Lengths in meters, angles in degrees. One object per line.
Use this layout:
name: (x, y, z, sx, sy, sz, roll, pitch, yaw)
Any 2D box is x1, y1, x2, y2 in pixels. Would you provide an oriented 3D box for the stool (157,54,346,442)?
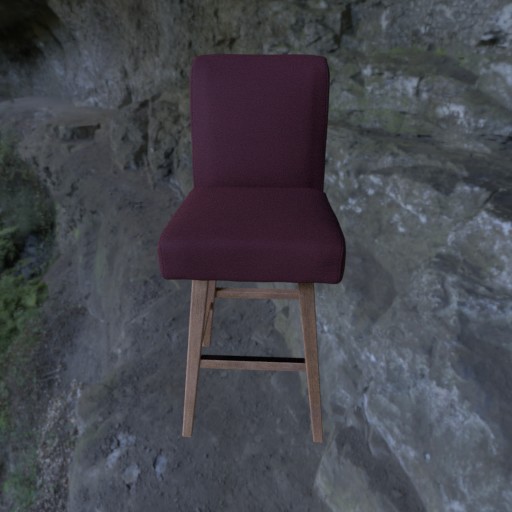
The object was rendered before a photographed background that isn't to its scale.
stool: (0.000, 0.000, 1.373, 0.468, 1.093, 0.562, 1, 30, 2)
